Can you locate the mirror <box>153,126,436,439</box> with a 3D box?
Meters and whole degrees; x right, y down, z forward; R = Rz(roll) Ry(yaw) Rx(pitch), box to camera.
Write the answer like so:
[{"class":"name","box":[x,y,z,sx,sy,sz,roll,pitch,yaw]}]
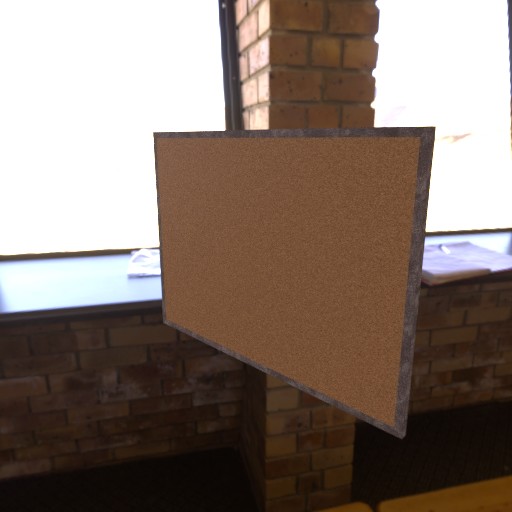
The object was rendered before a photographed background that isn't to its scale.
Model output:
[{"class":"mirror","box":[0.000,0.000,1.451,1.101,0.795,0.022,14,20,43]}]
